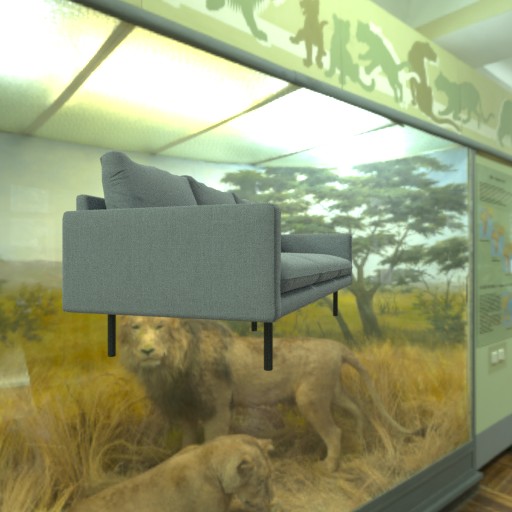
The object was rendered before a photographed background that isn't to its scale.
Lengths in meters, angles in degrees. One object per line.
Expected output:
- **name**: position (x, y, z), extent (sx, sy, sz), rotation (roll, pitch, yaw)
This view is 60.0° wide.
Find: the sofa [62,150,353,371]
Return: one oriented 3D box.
- **sofa**: position (0.000, 0.000, 2.449), extent (0.850, 0.830, 2.000), rotation (0, 0, 19)
